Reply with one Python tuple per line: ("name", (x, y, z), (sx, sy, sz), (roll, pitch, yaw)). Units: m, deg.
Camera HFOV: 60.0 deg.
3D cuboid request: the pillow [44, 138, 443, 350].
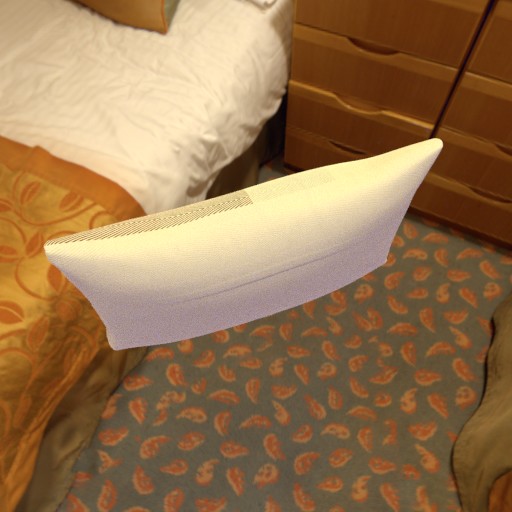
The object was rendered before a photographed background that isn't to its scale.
("pillow", (0.000, 0.000, 0.648), (0.506, 0.305, 0.139), (-17, 60, -10))
